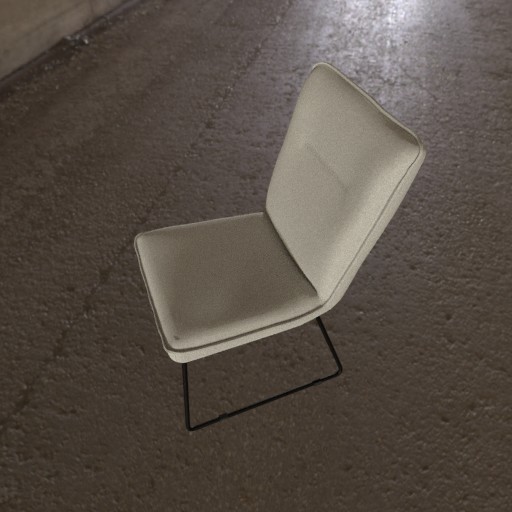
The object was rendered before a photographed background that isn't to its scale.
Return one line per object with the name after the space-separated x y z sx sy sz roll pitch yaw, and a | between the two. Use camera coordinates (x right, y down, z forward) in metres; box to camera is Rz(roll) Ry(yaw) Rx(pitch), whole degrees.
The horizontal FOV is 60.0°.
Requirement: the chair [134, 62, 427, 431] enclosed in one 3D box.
0.000 0.000 1.376 0.688 0.930 0.515 -16 48 -15 | chair
